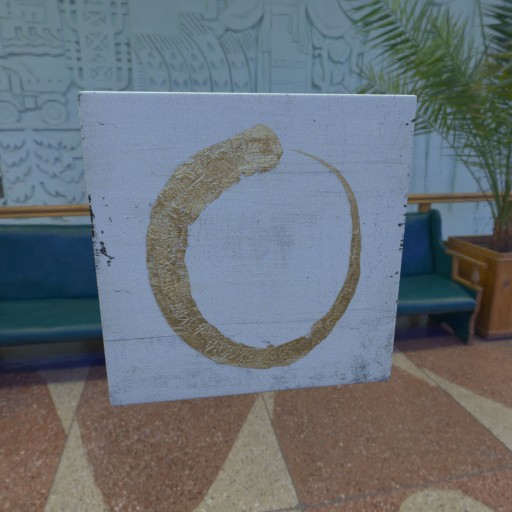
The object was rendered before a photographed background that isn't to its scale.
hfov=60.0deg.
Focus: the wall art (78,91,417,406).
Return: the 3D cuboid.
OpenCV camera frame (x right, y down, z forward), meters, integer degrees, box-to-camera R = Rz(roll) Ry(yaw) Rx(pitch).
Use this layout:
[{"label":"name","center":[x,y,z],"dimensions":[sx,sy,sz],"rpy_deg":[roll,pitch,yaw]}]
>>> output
[{"label":"wall art","center":[0.000,0.000,1.106],"dimensions":[0.762,0.762,0.038],"rpy_deg":[-3,17,-9]}]
